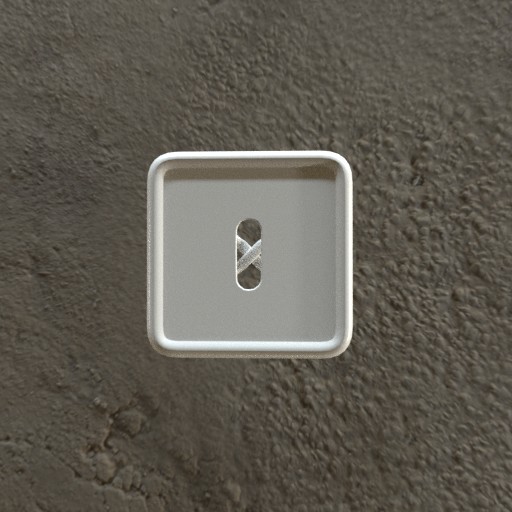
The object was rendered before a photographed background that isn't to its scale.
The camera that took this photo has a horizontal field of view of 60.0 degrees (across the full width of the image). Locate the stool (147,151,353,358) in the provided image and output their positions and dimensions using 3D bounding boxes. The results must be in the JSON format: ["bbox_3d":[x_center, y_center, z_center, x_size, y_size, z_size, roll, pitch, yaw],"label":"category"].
[{"bbox_3d":[0.000,0.000,0.899,0.406,0.610,0.406,0,90,2],"label":"stool"}]
